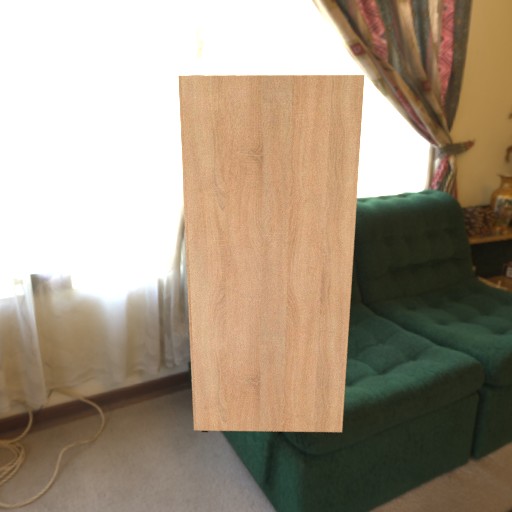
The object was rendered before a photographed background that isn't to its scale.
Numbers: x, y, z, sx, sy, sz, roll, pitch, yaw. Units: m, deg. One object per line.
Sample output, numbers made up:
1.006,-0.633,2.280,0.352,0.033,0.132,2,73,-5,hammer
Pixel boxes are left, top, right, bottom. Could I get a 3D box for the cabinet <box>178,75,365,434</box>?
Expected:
0.000,0.000,2.894,1.094,2.120,1.327,-15,22,-42,cabinet
